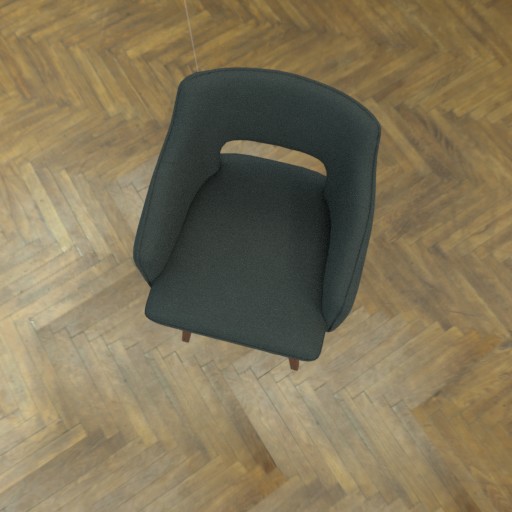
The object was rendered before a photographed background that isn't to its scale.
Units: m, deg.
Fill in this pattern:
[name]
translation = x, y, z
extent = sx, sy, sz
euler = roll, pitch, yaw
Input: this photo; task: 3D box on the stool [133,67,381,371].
[stool]
translation = 0.000, 0.000, 1.345
extent = 0.548, 1.012, 0.558
euler = 14, 74, 4
